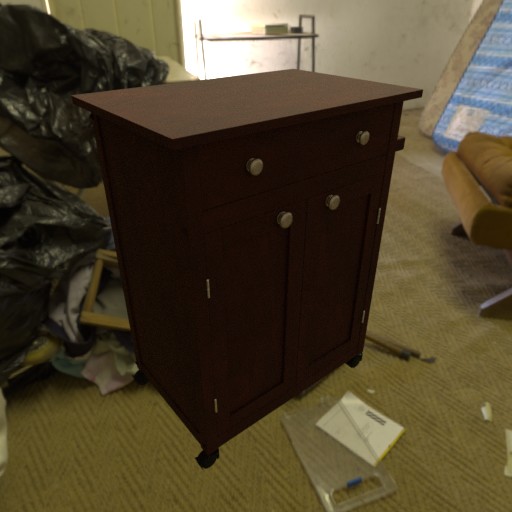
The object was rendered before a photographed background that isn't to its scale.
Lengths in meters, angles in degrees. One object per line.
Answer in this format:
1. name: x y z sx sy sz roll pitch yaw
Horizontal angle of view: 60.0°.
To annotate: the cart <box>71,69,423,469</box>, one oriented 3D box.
1. cart: 0.000 0.000 1.224 0.683 0.864 0.442 -22 37 -33
